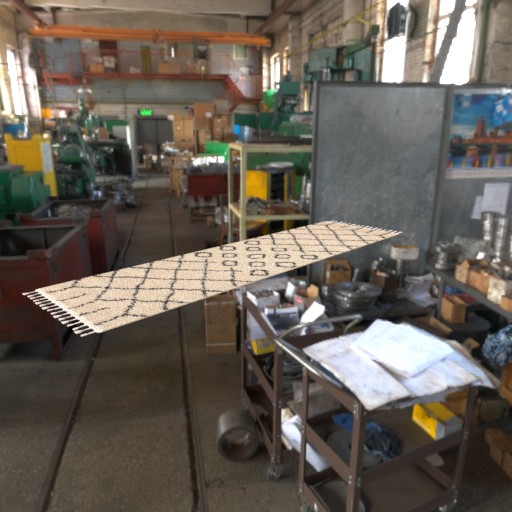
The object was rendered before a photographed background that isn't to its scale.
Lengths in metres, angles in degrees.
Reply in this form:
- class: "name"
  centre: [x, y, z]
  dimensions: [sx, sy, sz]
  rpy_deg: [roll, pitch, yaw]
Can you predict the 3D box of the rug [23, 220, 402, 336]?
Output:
- class: "rug"
  centre: [0.000, 0.000, 2.700]
  dimensions: [2.464, 0.005, 0.660]
  rpy_deg: [-15, 22, -43]
